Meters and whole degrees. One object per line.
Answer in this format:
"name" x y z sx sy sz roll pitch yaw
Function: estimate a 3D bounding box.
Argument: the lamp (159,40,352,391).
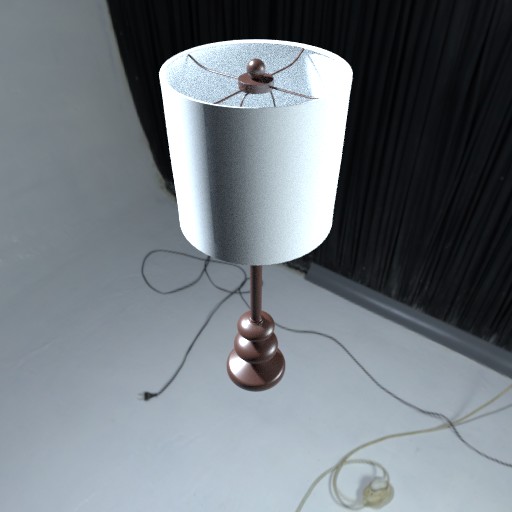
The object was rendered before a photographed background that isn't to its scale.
"lamp" 0.000 0.000 0.809 0.254 0.690 0.254 26 48 26
